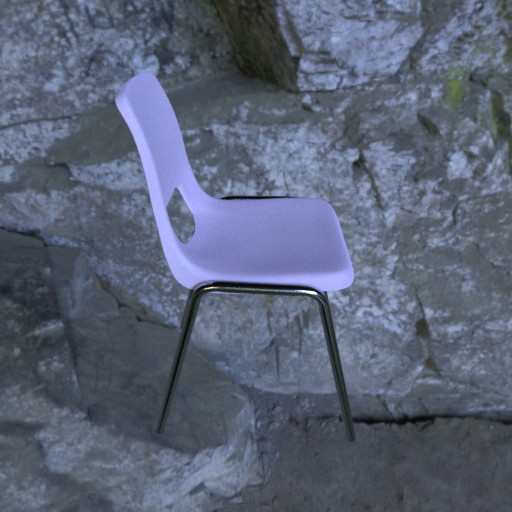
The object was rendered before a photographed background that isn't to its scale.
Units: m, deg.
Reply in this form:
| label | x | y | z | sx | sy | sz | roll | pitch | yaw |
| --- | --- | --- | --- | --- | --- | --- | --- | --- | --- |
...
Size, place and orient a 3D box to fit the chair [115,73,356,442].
| label | x | y | z | sx | sy | sz | roll | pitch | yaw |
| --- | --- | --- | --- | --- | --- | --- | --- | --- | --- |
| chair | 0.000 | 0.000 | 0.928 | 0.436 | 0.704 | 0.381 | 1 | 32 | 1 |
